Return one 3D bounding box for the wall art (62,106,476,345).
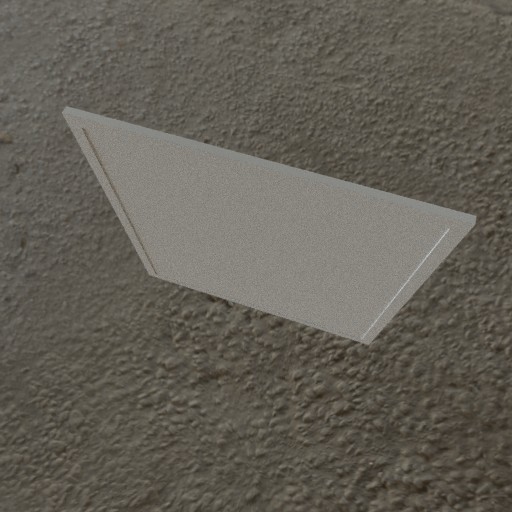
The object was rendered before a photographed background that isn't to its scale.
[{"bbox_3d":[0.000,0.000,0.974,0.660,0.660,0.015,17,65,8],"label":"wall art"}]
